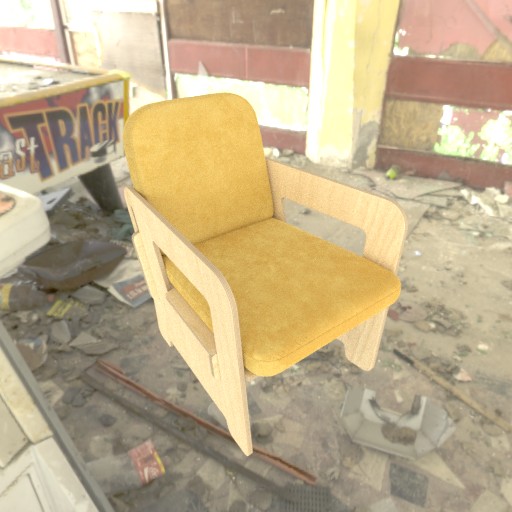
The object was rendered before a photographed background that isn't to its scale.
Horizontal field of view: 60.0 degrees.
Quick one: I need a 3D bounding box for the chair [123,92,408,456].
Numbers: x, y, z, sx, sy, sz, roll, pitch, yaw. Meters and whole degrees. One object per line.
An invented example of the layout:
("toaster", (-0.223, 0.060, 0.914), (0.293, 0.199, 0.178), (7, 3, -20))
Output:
("chair", (0.000, 0.000, 1.304), (0.590, 0.800, 0.710), (-22, 38, -32))
